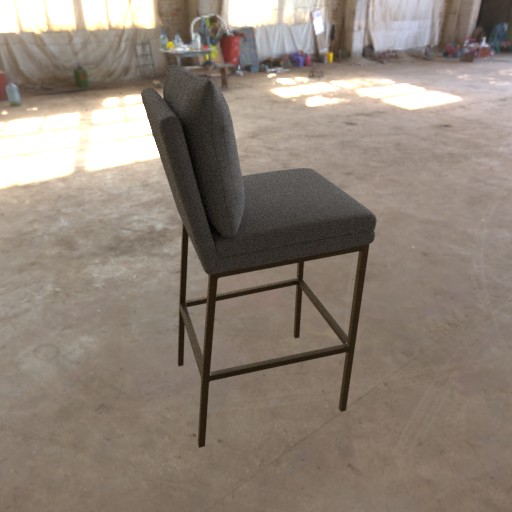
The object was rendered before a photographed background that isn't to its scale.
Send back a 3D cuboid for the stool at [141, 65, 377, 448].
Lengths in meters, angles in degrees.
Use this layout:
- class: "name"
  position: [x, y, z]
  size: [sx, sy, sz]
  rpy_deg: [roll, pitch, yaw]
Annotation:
- class: "stool"
  position: [0.000, 0.000, 1.427]
  size: [0.569, 1.132, 0.463]
  rpy_deg: [-9, 31, -16]
